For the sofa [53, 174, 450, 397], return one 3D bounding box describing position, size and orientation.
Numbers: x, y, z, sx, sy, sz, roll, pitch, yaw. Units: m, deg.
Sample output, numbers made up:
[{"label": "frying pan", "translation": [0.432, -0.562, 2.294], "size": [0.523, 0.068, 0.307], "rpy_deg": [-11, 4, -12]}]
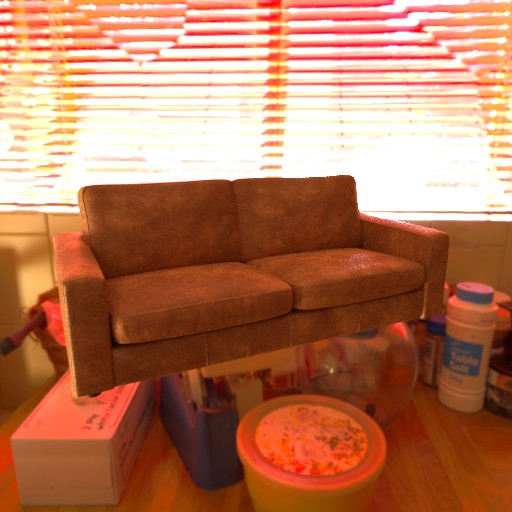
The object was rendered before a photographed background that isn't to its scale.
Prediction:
[{"label": "sofa", "translation": [0.000, 0.000, 2.660], "size": [2.179, 0.873, 1.016], "rpy_deg": [-7, 16, -25]}]
